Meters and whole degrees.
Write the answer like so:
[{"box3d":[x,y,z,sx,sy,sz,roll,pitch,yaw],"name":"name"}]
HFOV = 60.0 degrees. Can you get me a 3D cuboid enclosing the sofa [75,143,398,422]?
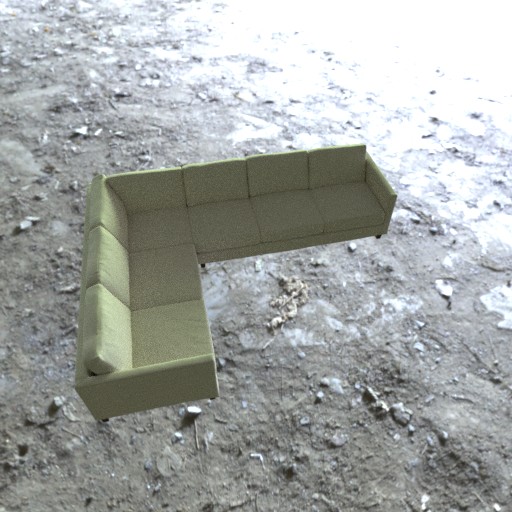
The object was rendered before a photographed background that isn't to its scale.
[{"box3d":[0.000,0.000,4.352,3.182,0.863,2.432,-9,48,-9],"name":"sofa"}]
